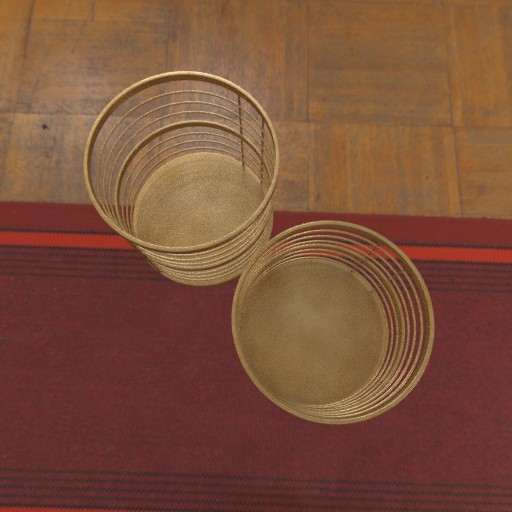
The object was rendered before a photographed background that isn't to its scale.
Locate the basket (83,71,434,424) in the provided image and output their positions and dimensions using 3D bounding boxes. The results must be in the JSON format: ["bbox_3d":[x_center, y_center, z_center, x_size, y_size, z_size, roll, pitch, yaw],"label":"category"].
[{"bbox_3d":[0.000,0.000,0.935,0.356,0.351,0.746,-43,80,-10],"label":"basket"}]
